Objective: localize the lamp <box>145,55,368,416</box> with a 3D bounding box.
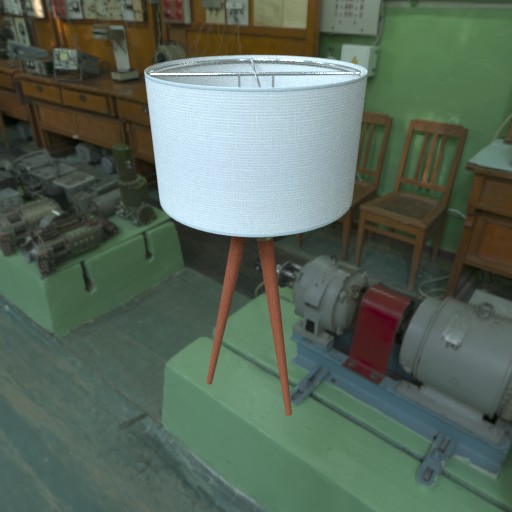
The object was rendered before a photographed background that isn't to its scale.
[{"bbox_3d":[0.000,0.000,0.899,0.355,0.709,0.354,22,37,32],"label":"lamp"}]
